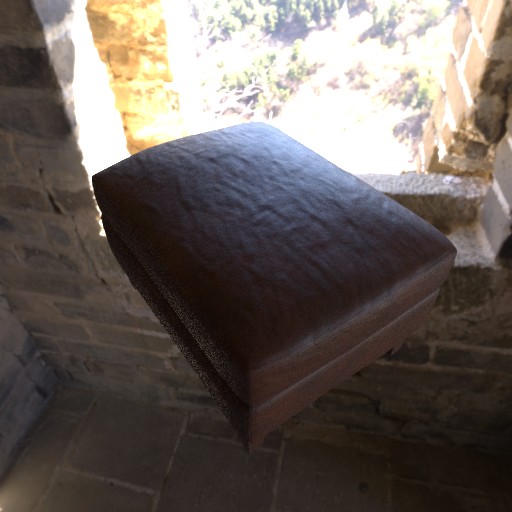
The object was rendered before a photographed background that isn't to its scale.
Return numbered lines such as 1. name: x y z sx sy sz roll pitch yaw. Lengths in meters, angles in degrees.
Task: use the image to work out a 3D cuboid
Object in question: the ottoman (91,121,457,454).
1. ottoman: 0.000 0.000 1.319 0.659 0.527 0.887 -25 48 -25
